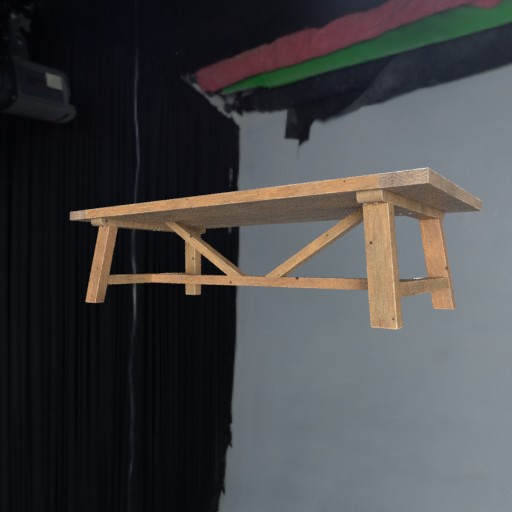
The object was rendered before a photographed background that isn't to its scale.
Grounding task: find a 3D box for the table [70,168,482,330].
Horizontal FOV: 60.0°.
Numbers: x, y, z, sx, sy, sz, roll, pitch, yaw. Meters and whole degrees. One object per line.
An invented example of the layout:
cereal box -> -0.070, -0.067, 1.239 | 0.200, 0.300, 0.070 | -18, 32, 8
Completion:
table -> 0.000, 0.000, 2.099 | 1.800, 0.465, 0.820 | -1, -1, 36
